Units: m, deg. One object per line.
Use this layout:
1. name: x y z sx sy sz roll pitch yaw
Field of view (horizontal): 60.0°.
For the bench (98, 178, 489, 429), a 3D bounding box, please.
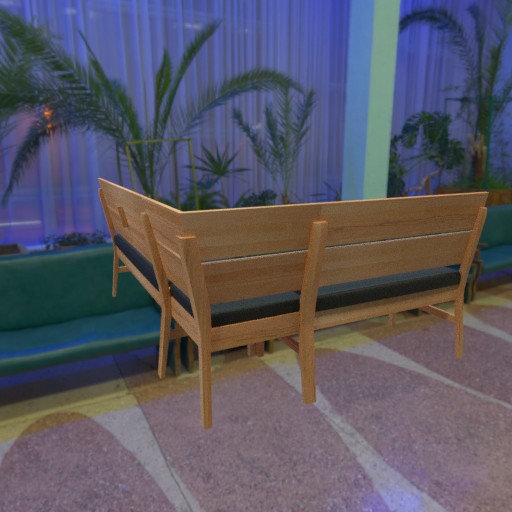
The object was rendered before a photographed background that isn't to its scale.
1. bench: 0.000 0.000 2.754 1.548 0.890 1.948 -7 15 -26
